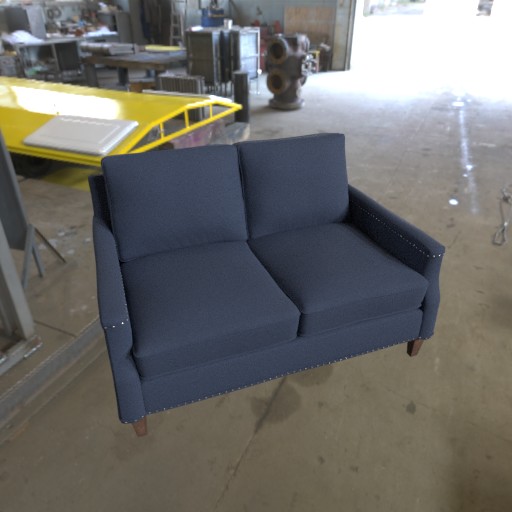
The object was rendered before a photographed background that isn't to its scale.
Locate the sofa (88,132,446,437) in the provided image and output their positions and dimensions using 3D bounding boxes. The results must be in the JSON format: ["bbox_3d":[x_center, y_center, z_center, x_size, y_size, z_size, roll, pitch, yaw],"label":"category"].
[{"bbox_3d":[0.000,0.000,2.309,1.597,1.003,1.084,-11,32,-17],"label":"sofa"}]
